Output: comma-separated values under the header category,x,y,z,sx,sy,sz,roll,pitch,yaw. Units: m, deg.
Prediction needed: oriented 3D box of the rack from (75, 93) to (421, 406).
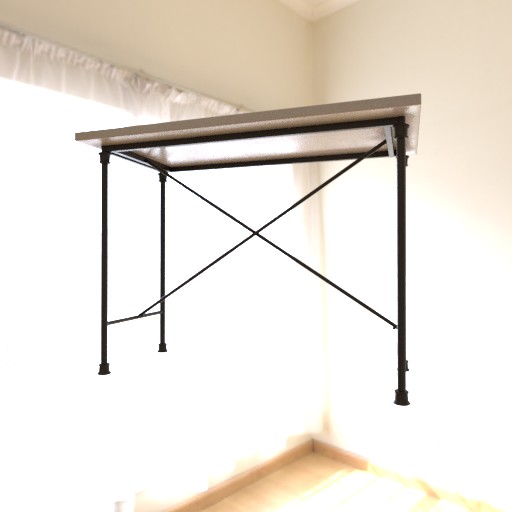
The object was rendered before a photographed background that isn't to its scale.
category,x,y,z,sx,sy,sz,roll,pitch,yaw
rack,0.000,0.000,1.679,1.159,0.880,0.613,0,0,19
